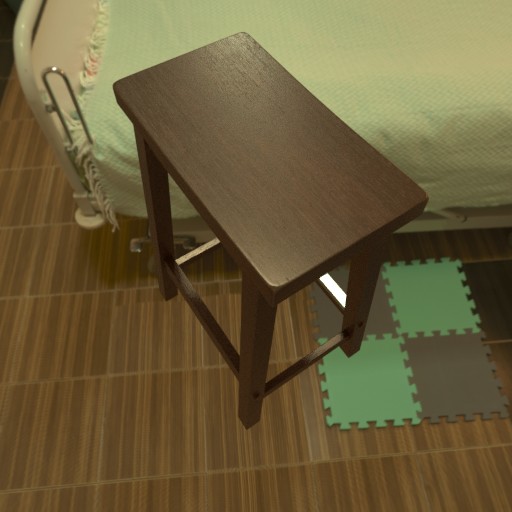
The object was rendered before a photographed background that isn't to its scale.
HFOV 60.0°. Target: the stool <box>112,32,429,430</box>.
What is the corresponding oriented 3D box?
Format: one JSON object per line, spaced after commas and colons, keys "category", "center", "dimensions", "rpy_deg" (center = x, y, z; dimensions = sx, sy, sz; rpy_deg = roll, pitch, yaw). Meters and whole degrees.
{"category": "stool", "center": [0.000, 0.000, 0.838], "dimensions": [0.322, 0.610, 0.406], "rpy_deg": [-30, 63, -17]}
